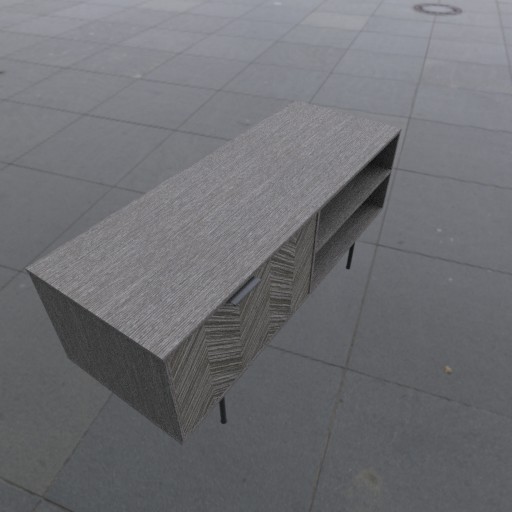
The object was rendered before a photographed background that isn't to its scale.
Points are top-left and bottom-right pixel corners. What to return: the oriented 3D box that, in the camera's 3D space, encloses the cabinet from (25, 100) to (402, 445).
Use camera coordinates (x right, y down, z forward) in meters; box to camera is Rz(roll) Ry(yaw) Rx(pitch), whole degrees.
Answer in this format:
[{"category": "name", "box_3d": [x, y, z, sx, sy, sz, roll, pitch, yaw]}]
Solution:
[{"category": "cabinet", "box_3d": [0.000, 0.000, 1.600, 0.500, 0.599, 1.300, 25, 47, 26]}]
